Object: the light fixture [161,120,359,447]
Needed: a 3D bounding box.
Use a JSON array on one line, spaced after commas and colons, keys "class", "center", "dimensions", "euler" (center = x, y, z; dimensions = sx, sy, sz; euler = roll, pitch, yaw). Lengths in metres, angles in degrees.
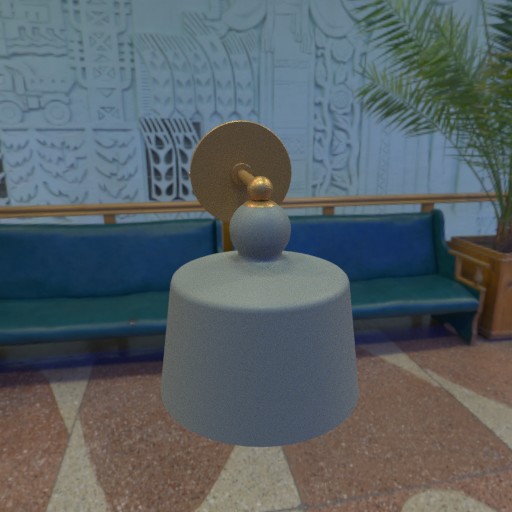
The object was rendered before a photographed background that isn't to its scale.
[{"class": "light fixture", "center": [0.000, 0.000, 0.454], "dimensions": [0.204, 0.268, 0.254], "euler": [-3, 17, -9]}]
